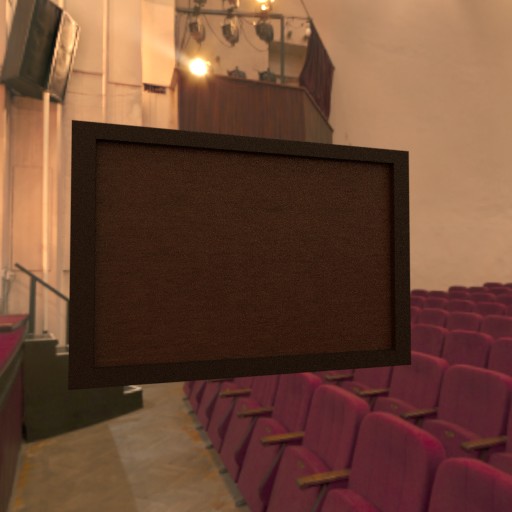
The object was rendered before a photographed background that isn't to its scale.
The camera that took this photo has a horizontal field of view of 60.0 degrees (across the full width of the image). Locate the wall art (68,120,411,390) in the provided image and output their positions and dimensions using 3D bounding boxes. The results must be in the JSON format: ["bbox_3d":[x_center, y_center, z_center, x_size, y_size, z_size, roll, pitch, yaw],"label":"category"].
[{"bbox_3d":[0.000,0.000,0.868,0.671,0.456,0.051,1,-2,-17],"label":"wall art"}]
